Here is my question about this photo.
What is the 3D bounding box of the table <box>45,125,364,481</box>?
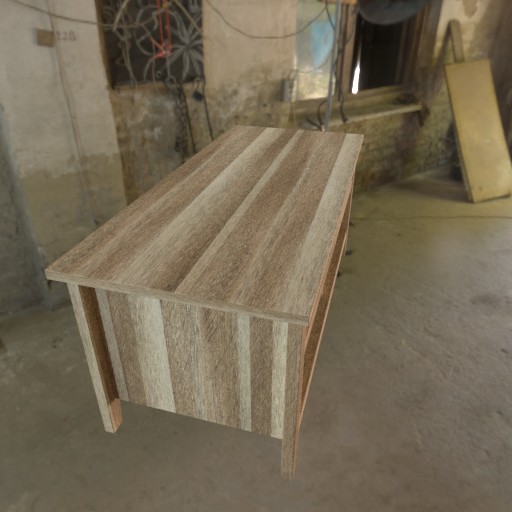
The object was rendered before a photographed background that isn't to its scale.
[{"bbox_3d":[0.000,0.000,1.330,0.493,0.480,1.095,8,32,14],"label":"table"}]
